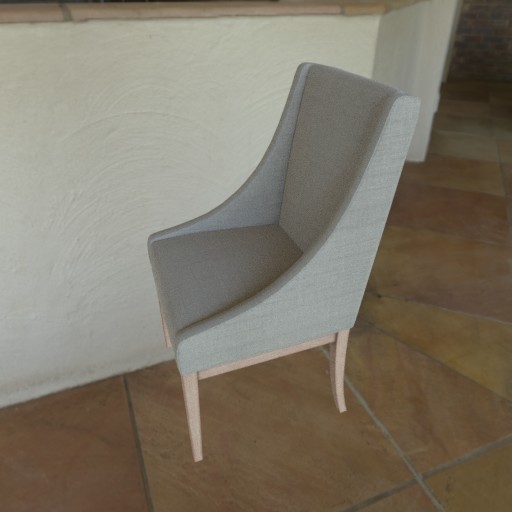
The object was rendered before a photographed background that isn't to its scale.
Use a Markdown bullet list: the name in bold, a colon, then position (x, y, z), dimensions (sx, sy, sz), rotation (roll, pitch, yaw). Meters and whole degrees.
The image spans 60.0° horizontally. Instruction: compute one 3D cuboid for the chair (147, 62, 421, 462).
- **chair**: position (0.000, 0.000, 1.364), dimensions (0.611, 1.021, 0.575), rotation (-10, 33, -16)
